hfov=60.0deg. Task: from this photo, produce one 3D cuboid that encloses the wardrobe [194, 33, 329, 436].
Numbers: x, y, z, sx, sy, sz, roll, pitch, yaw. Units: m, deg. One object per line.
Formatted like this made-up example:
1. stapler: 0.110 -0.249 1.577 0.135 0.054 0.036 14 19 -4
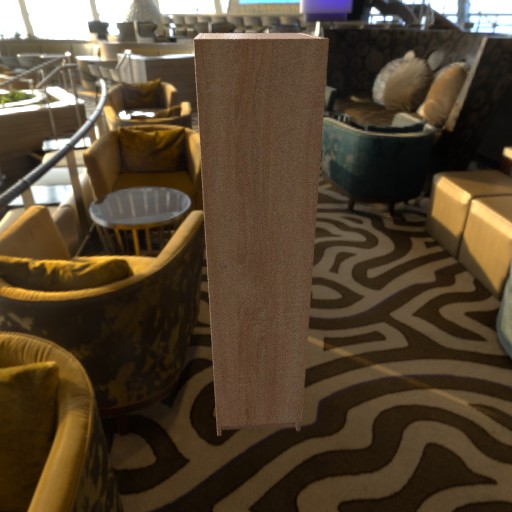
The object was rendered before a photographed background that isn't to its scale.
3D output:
1. wardrobe: 0.000 0.000 2.376 0.496 2.117 0.588 -2 29 -4
